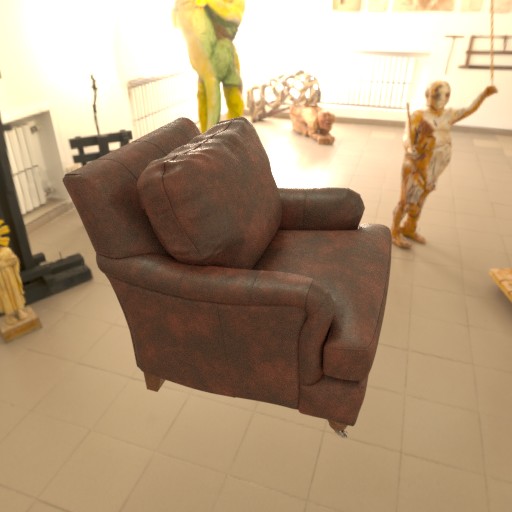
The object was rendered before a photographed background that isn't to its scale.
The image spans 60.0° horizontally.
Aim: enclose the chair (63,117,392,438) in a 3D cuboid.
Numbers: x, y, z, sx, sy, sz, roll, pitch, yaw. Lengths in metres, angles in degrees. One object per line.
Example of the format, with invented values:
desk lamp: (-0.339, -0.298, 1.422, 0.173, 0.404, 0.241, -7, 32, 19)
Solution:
chair: (0.000, 0.000, 1.975, 1.156, 1.051, 0.987, 10, 32, 16)
